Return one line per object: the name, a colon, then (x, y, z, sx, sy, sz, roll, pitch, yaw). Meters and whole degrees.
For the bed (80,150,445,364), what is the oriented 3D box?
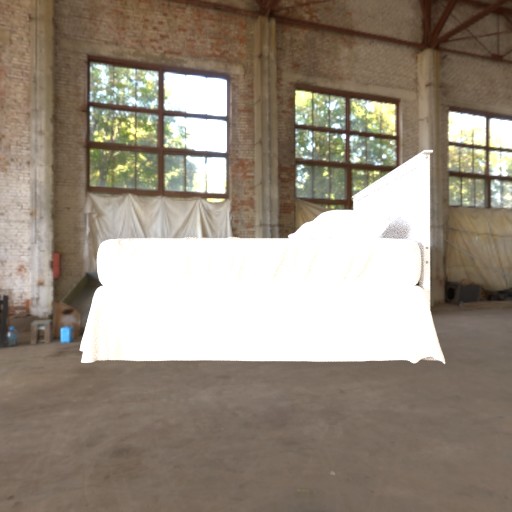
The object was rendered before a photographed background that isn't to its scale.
bed: (0.000, 0.000, 3.652, 2.215, 1.273, 2.317, 0, 0, 0)
